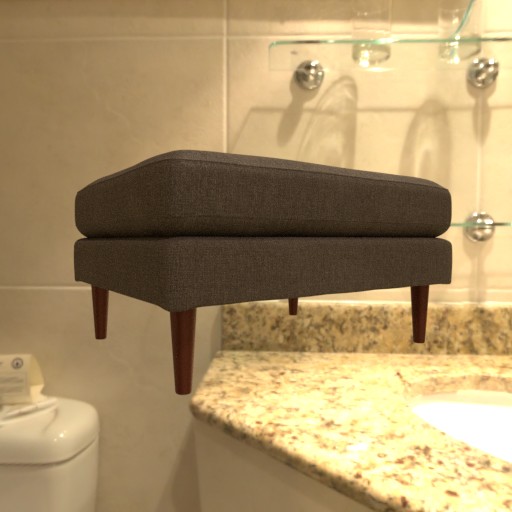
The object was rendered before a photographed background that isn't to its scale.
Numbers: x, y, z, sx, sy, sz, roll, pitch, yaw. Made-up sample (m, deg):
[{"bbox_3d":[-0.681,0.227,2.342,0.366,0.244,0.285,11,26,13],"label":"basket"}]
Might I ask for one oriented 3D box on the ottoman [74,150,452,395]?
[{"bbox_3d":[0.000,0.000,1.231,0.821,0.474,0.693,-1,3,-35],"label":"ottoman"}]
